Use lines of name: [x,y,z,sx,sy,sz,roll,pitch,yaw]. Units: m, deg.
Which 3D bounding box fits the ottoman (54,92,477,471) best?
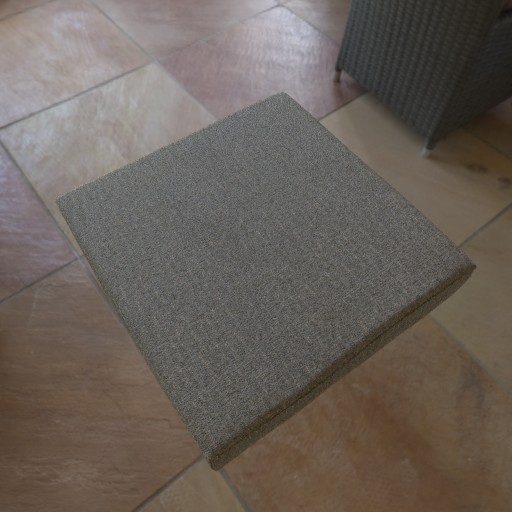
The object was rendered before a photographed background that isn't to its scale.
ottoman: [0.000,0.000,1.542,0.981,0.379,1.016,-31,63,-18]
